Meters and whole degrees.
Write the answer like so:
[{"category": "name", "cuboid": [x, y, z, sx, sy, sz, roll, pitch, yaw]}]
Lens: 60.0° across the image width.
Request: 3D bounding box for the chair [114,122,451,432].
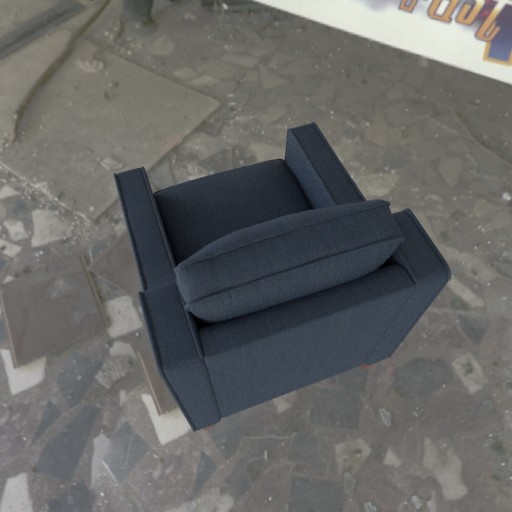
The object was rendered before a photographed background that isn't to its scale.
[{"category": "chair", "cuboid": [0.000, 0.000, 1.660, 0.831, 0.960, 0.909, -17, 59, -11]}]
